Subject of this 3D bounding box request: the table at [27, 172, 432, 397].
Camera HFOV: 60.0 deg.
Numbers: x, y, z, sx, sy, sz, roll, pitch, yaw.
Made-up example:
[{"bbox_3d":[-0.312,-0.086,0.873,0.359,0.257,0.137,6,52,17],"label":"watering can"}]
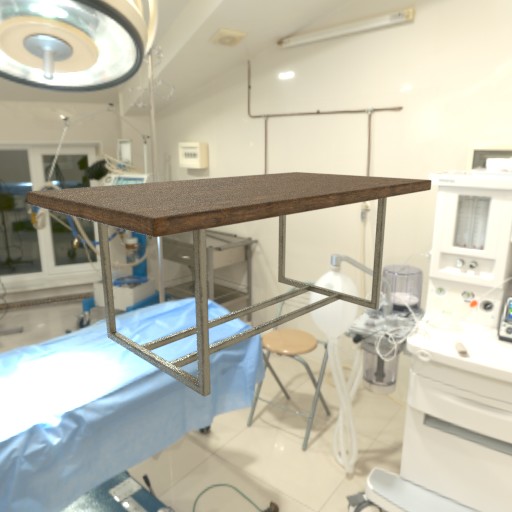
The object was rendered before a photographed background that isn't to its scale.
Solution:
[{"bbox_3d":[0.000,0.000,2.503,1.078,0.795,1.989,14,20,43],"label":"table"}]
